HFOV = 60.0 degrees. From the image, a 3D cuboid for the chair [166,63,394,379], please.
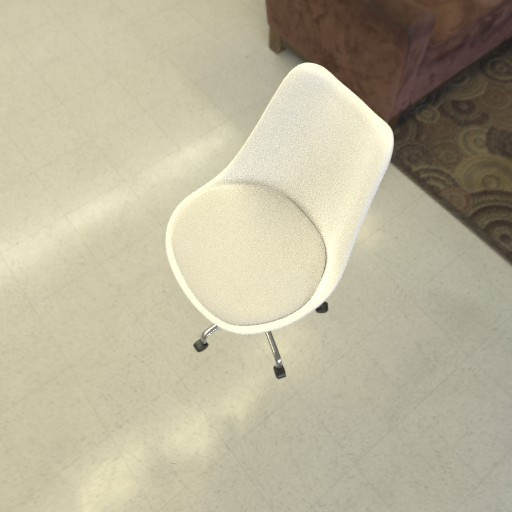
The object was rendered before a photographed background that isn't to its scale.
[{"bbox_3d":[0.000,0.000,1.294,0.550,0.930,0.550,-33,68,-15],"label":"chair"}]
